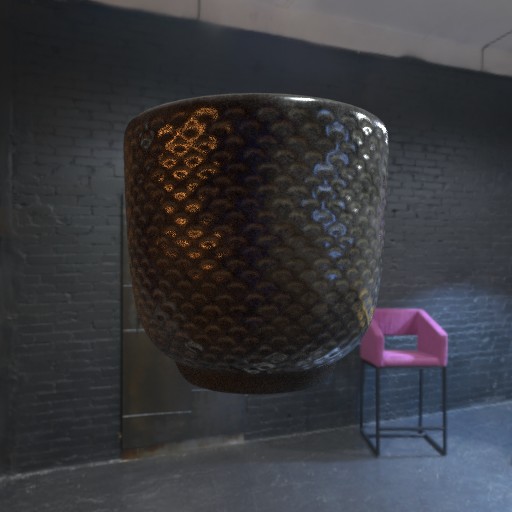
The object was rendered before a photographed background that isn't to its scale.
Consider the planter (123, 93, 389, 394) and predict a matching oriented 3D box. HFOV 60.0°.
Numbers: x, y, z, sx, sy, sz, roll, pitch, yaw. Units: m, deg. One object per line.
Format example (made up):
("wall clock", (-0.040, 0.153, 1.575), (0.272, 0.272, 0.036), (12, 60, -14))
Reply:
("planter", (0.000, 0.000, 0.243), (0.140, 0.129, 0.140), (0, 0, 0))
